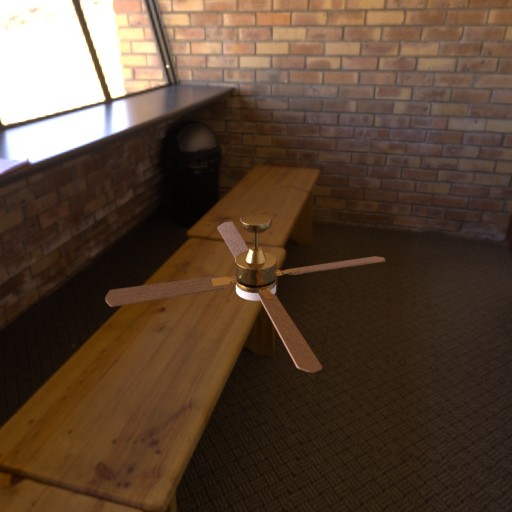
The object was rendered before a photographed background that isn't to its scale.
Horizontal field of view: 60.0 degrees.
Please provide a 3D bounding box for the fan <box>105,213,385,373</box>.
[{"bbox_3d":[0.000,0.000,1.982,1.320,0.355,1.320,-8,28,-15],"label":"fan"}]
